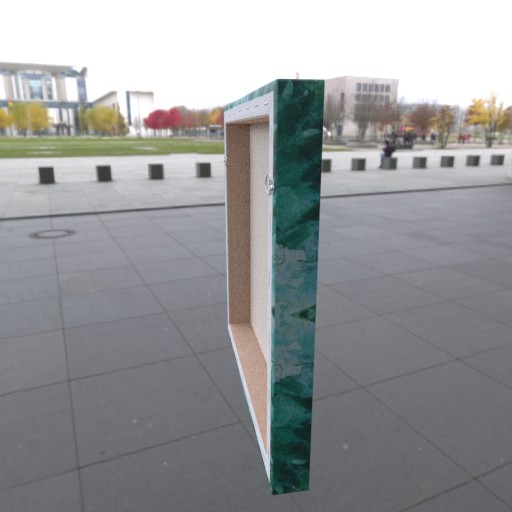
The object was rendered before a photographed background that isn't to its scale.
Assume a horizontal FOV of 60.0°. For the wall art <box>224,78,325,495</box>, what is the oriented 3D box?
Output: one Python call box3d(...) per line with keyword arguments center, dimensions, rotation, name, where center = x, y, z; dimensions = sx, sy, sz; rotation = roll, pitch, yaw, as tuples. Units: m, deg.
box3d(center=(0.000, 0.000, 0.463), dimensions=(0.033, 0.313, 0.313), rotation=(-3, 16, -10), name="wall art")
